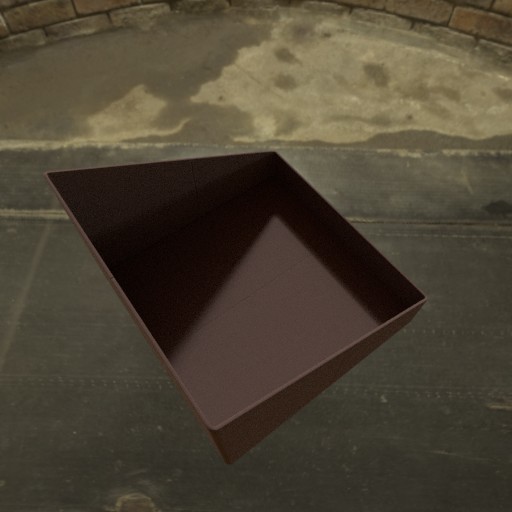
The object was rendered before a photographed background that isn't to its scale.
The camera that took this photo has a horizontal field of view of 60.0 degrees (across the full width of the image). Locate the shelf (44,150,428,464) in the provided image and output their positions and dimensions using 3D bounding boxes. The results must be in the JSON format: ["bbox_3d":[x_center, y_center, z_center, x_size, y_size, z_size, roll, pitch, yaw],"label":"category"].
[{"bbox_3d":[0.000,0.000,0.495,0.292,0.210,0.292,-32,64,-18],"label":"shelf"}]
